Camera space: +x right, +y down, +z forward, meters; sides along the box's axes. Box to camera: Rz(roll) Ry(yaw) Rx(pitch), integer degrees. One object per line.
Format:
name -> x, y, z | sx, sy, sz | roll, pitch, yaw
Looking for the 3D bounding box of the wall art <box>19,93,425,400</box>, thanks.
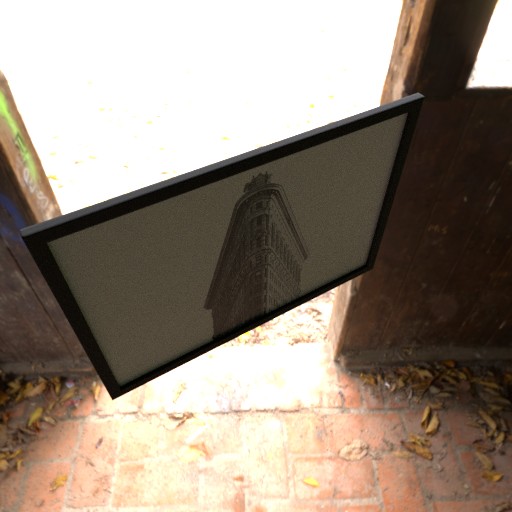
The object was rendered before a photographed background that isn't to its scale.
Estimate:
wall art -> 0.000, 0.000, 1.182 | 0.958, 0.656, 0.026 | -24, 52, -20
